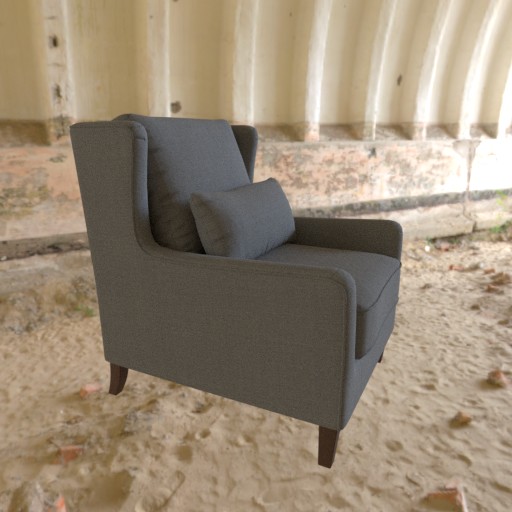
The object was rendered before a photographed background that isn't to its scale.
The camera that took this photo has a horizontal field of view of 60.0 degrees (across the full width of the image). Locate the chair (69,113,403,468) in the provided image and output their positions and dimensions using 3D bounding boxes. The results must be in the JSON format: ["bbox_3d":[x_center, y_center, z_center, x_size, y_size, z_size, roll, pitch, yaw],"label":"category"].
[{"bbox_3d":[0.000,0.000,1.741,1.040,1.056,0.866,8,17,26],"label":"chair"}]
